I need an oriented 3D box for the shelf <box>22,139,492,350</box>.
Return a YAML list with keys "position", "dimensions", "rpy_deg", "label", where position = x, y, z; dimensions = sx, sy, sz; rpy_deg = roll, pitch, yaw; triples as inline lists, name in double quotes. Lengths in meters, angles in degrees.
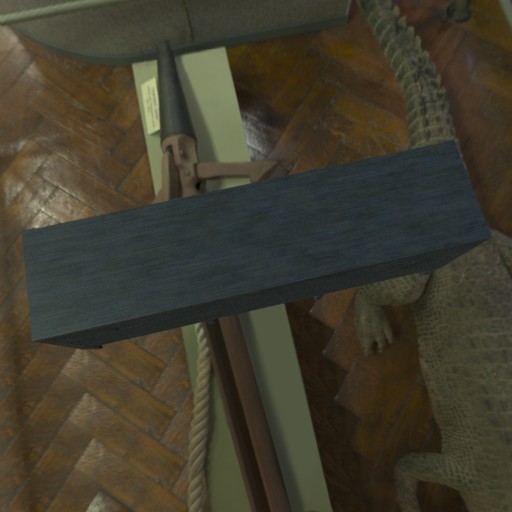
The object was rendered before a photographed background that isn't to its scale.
- position: [0.000, 0.000, 2.168]
  dimensions: [1.878, 0.715, 0.471]
  rpy_deg: [-12, 75, -3]
  label: "shelf"
